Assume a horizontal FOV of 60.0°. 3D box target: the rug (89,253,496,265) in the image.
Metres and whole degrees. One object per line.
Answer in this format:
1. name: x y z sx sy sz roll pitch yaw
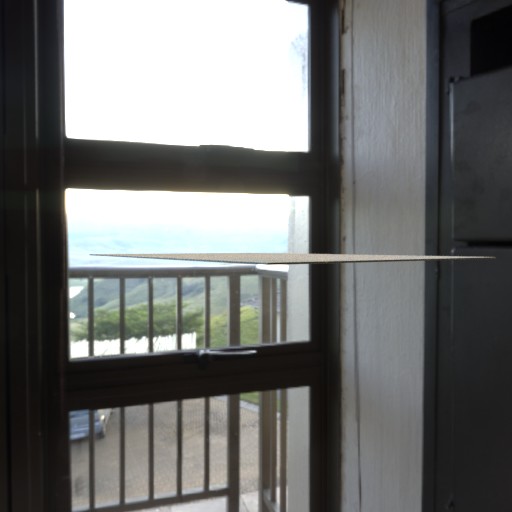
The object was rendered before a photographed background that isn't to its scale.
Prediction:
1. rug: 0.000 0.000 2.181 1.142 0.006 1.752 -1 1 -35
